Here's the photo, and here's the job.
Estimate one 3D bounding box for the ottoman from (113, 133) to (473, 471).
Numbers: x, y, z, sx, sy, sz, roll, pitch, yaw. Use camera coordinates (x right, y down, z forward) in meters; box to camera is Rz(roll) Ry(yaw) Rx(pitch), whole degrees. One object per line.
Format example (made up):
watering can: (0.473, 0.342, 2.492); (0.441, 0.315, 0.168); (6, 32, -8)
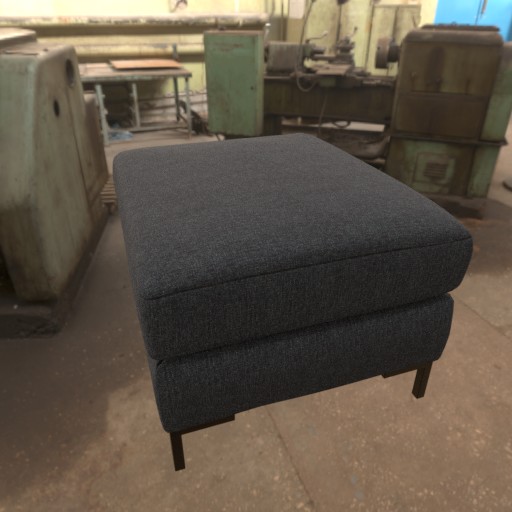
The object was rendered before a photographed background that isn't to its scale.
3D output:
ottoman: (0.000, 0.000, 1.249); (0.695, 0.533, 0.831); (-10, 31, -17)
